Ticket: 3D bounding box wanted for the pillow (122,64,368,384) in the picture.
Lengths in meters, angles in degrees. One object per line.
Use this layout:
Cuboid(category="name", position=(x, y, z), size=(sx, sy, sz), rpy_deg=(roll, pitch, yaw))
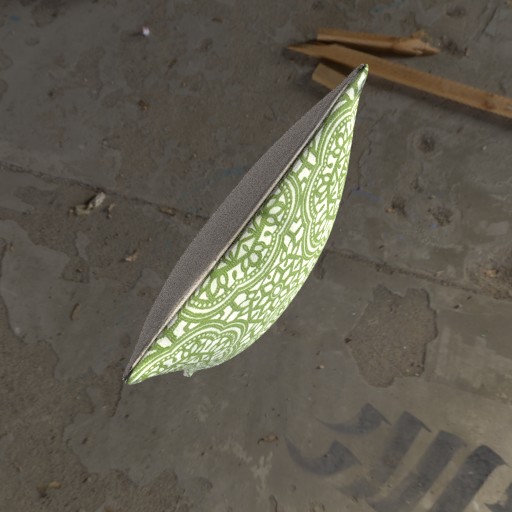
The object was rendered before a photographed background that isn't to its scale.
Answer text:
Cuboid(category="pillow", position=(0.000, 0.000, 0.664), size=(0.162, 0.419, 0.440), rpy_deg=(35, 78, 8))
